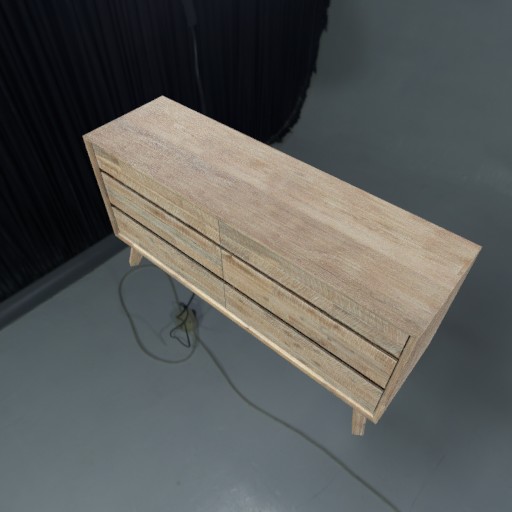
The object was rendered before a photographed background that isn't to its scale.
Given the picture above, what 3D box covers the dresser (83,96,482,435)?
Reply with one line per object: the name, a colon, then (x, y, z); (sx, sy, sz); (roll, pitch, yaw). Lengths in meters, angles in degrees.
dresser: (0.000, 0.000, 1.968); (1.554, 0.805, 0.455); (32, 55, 26)
